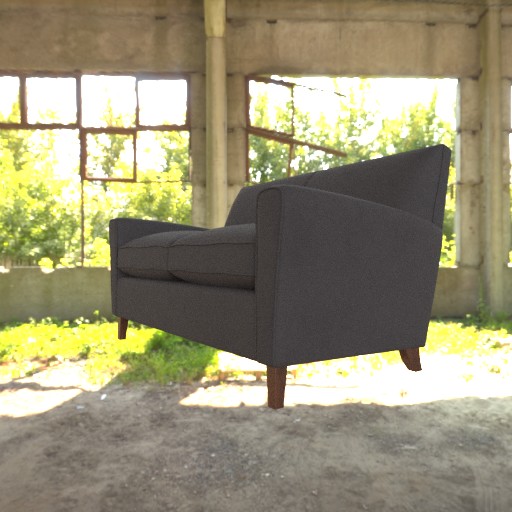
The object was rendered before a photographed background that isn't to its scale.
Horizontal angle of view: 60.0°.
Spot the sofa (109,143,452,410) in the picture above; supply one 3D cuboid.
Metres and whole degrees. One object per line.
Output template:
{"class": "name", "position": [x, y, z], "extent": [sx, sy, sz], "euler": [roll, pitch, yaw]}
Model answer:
{"class": "sofa", "position": [0.000, 0.000, 1.974], "extent": [0.871, 0.846, 1.420], "euler": [0, 0, -36]}
